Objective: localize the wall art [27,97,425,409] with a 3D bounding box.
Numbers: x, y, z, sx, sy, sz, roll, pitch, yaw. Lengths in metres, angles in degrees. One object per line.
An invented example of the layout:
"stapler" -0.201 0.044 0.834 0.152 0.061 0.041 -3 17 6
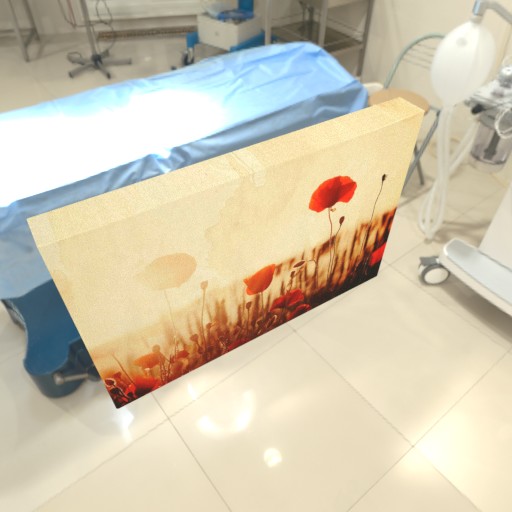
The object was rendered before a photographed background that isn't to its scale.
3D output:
"wall art" 0.000 0.000 0.482 0.383 0.251 0.037 -23 50 -21
